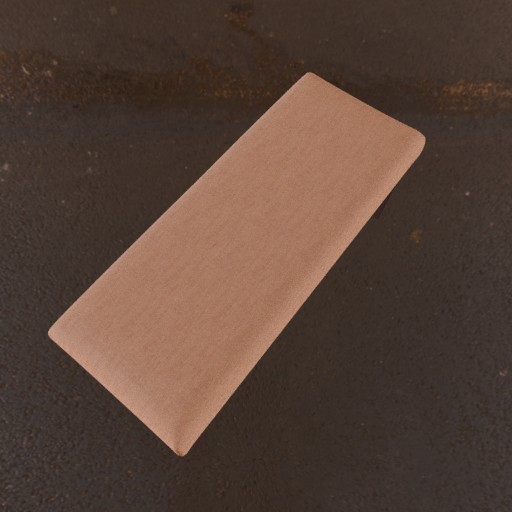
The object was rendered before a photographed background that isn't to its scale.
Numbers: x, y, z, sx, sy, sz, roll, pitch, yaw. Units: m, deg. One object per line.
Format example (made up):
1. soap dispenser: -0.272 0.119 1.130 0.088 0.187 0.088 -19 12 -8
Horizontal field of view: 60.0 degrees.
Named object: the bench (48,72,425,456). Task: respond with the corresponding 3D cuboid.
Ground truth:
1. bench: 0.000 0.000 1.261 0.407 0.456 1.013 36 70 15
